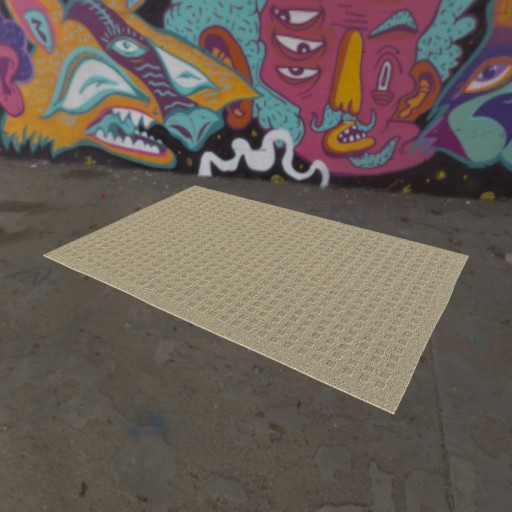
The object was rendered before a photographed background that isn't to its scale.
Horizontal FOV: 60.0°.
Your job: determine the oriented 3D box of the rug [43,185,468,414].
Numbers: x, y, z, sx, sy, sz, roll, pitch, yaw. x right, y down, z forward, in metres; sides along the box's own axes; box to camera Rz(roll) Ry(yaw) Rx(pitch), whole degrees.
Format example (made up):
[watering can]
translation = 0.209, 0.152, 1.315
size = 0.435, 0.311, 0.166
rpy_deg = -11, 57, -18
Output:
[rug]
translation = 0.000, 0.000, 2.166
size = 1.747, 0.006, 1.143
rpy_deg = 18, 34, 28
